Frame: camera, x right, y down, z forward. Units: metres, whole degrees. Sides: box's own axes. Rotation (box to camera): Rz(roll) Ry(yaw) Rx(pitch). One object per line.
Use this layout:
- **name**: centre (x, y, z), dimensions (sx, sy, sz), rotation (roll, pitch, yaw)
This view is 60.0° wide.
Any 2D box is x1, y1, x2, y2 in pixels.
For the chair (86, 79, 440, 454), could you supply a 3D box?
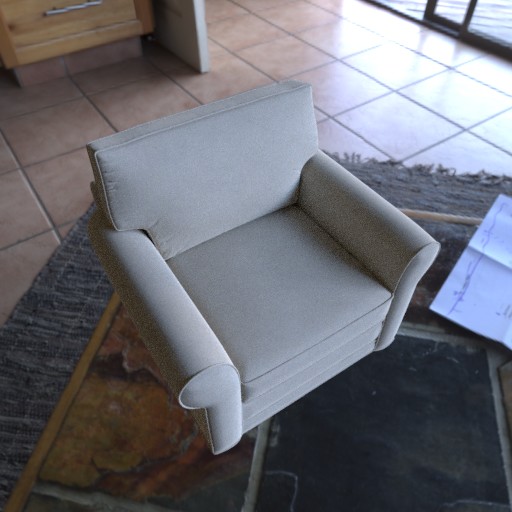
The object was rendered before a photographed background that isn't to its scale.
- **chair**: centre (0.000, 0.000, 1.696), dimensions (1.040, 0.955, 0.863), rotation (-25, 52, -22)
